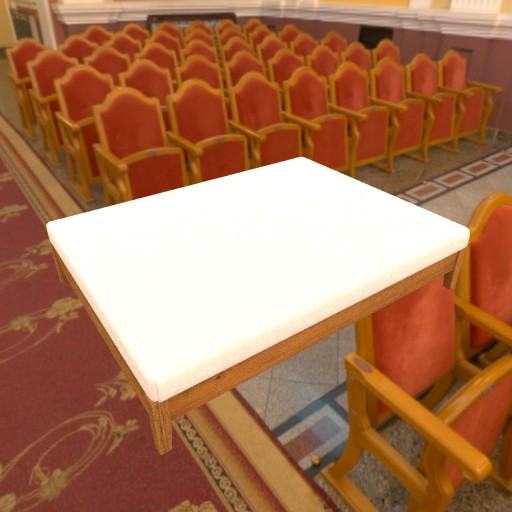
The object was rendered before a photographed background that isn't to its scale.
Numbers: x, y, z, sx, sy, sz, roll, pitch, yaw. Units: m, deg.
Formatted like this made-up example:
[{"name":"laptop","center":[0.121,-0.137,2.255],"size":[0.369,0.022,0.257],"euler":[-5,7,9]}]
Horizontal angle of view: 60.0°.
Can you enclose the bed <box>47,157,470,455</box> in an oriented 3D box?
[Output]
[{"name":"bed","center":[0.000,0.000,2.713],"size":[2.016,0.431,1.536],"euler":[-21,38,-29]}]
